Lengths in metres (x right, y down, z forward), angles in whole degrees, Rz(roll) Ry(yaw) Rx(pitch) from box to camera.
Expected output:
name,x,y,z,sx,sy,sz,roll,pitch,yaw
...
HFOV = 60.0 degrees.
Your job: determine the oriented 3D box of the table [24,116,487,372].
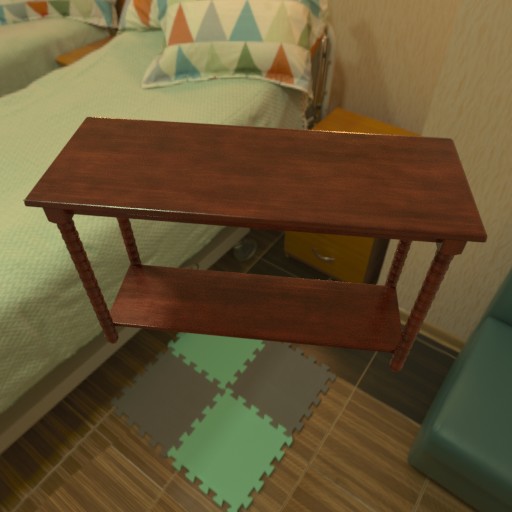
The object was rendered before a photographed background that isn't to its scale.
name,x,y,z,sx,sy,sz,roll,pitch,yaw
table,0.000,0.000,1.535,1.184,0.740,0.459,5,46,5
